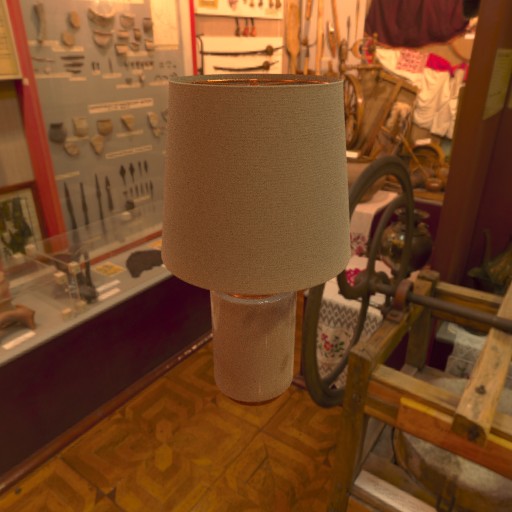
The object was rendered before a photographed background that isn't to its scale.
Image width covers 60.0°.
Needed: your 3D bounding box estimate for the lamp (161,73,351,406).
[{"bbox_3d":[0.000,0.000,0.456,0.189,0.340,0.189,0,26,0],"label":"lamp"}]
